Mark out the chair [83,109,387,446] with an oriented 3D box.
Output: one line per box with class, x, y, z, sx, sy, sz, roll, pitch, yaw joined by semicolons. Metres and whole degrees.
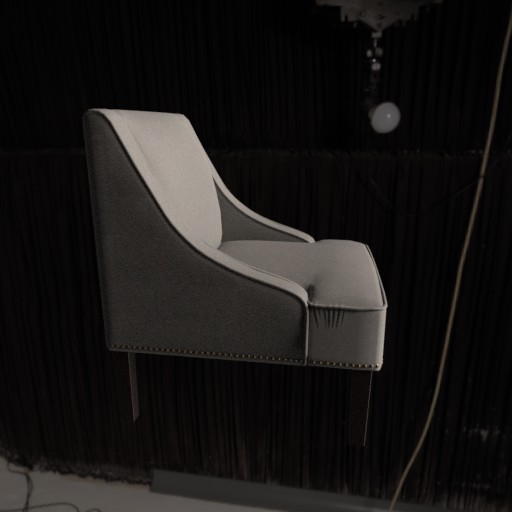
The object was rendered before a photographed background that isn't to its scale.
chair;0.000;0.000;1.394;0.747;0.867;0.631;3;17;8
